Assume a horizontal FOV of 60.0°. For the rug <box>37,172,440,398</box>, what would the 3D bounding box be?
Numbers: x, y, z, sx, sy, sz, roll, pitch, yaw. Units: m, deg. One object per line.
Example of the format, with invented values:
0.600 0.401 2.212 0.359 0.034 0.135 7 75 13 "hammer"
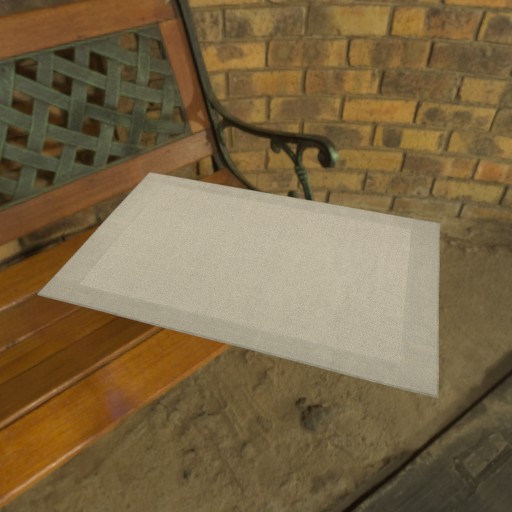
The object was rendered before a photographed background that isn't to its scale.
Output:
0.000 0.000 3.085 2.438 0.014 1.524 12 44 13 "rug"
